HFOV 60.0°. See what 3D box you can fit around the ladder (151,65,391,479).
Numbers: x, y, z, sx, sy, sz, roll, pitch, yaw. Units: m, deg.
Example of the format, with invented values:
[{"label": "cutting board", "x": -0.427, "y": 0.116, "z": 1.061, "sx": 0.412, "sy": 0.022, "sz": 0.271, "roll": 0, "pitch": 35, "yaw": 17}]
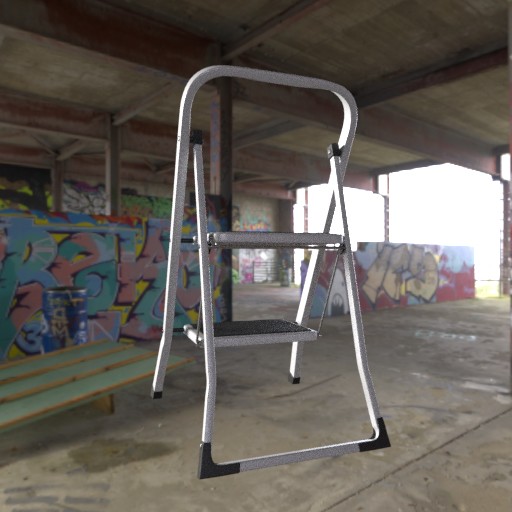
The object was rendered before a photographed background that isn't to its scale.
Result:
[{"label": "ladder", "x": 0.000, "y": 0.000, "z": 1.114, "sx": 0.460, "sy": 0.810, "sz": 0.544, "roll": 0, "pitch": 0, "yaw": -20}]
